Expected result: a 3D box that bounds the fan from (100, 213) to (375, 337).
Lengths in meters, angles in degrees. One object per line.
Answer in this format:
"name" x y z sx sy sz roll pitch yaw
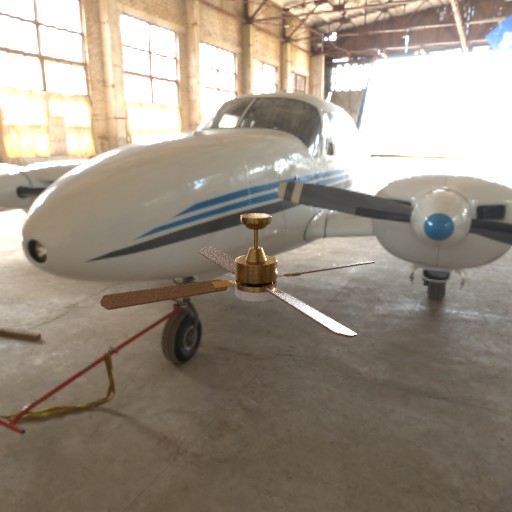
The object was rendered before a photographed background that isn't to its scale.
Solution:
"fan" 0.000 0.000 1.939 1.320 0.355 1.320 -7 16 -26
